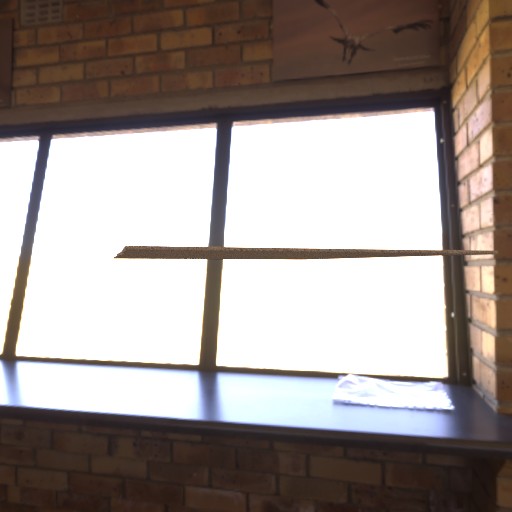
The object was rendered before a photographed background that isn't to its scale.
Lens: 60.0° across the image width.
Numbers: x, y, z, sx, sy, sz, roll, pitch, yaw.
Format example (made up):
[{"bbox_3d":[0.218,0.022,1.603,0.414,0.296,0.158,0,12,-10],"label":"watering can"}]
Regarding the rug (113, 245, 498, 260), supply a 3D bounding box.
[{"bbox_3d":[0.000,0.000,3.996,2.400,0.025,3.000,0,-1,-19],"label":"rug"}]
